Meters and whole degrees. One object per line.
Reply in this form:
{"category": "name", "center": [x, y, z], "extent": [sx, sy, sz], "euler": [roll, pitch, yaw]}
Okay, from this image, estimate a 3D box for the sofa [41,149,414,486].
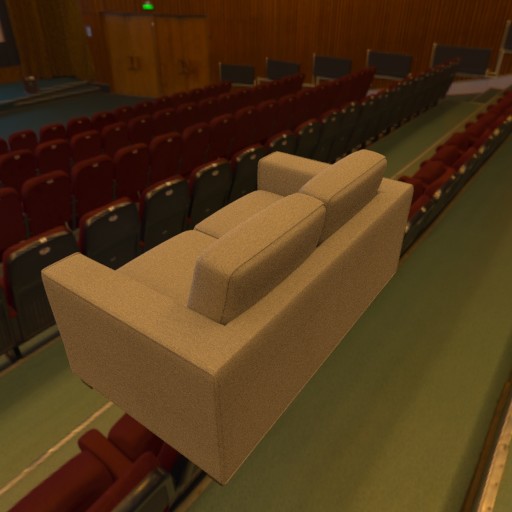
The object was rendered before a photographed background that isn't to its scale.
{"category": "sofa", "center": [0.000, 0.000, 2.367], "extent": [1.007, 0.924, 1.812], "euler": [22, 39, 30]}
